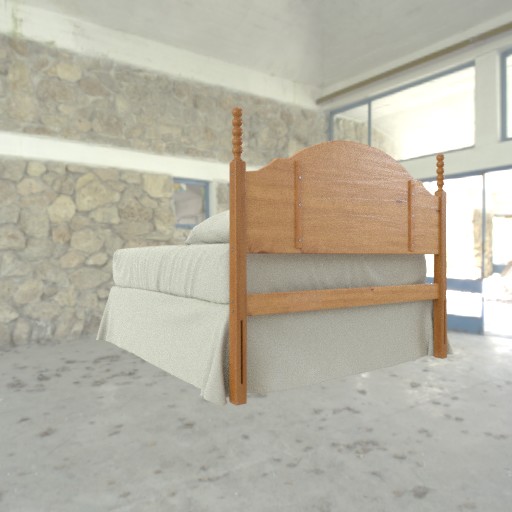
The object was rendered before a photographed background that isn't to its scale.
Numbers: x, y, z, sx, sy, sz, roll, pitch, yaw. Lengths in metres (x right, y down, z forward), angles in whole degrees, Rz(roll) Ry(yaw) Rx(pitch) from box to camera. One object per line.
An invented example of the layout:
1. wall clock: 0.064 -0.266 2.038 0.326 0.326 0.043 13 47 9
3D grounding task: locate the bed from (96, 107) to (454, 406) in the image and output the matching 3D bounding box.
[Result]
1. bed: 0.000 0.000 3.285 1.873 1.356 2.040 0 0 -35
